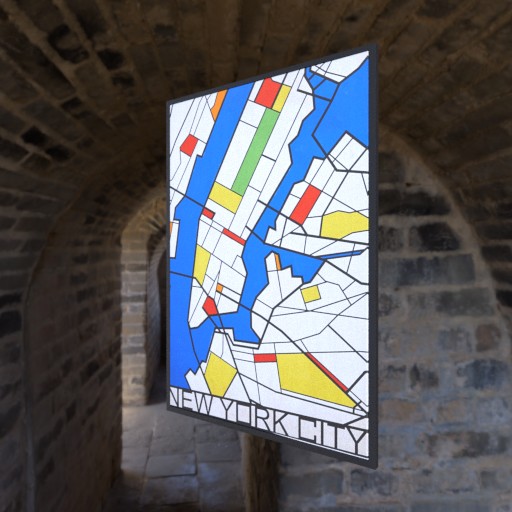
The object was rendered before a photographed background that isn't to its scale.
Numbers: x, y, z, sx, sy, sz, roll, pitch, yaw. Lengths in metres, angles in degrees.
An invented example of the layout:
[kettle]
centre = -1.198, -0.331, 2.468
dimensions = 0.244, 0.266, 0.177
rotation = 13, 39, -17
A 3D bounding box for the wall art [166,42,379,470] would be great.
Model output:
[wall art]
centre = 0.000, 0.000, 0.821
dimensions = 0.460, 0.660, 0.013
rotation = 0, 0, 35
